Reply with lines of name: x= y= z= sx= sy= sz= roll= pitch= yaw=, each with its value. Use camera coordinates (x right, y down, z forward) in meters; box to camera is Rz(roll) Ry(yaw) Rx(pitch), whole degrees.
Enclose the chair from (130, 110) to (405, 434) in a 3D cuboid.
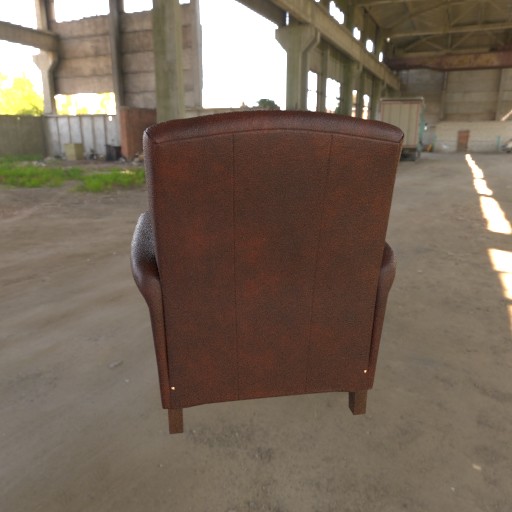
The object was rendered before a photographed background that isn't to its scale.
chair: x=0.000 y=0.000 z=1.752 sx=0.978 sy=1.061 sz=0.902 roll=-3 pitch=16 yaw=-9
